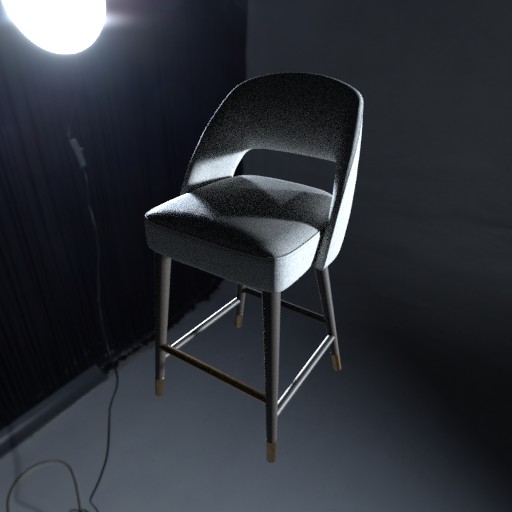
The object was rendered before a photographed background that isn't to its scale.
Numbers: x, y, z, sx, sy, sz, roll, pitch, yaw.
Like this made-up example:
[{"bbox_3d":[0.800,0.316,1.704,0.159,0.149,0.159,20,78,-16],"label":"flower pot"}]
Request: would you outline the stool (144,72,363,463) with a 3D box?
[{"bbox_3d":[0.000,0.000,1.282,0.494,0.940,0.509,18,34,29],"label":"stool"}]
